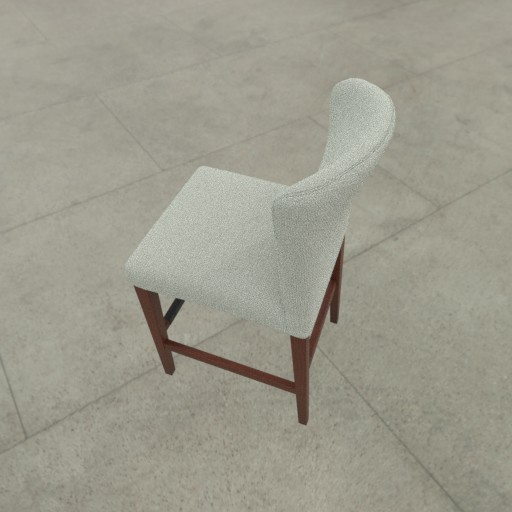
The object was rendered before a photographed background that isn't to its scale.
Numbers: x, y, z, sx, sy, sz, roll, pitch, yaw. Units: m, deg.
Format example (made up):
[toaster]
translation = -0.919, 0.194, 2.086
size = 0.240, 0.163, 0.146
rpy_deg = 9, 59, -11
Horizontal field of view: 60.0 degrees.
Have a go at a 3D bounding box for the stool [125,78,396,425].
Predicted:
[stool]
translation = 0.000, 0.000, 1.267
size = 0.568, 0.969, 0.481
rpy_deg = 15, 49, 14
